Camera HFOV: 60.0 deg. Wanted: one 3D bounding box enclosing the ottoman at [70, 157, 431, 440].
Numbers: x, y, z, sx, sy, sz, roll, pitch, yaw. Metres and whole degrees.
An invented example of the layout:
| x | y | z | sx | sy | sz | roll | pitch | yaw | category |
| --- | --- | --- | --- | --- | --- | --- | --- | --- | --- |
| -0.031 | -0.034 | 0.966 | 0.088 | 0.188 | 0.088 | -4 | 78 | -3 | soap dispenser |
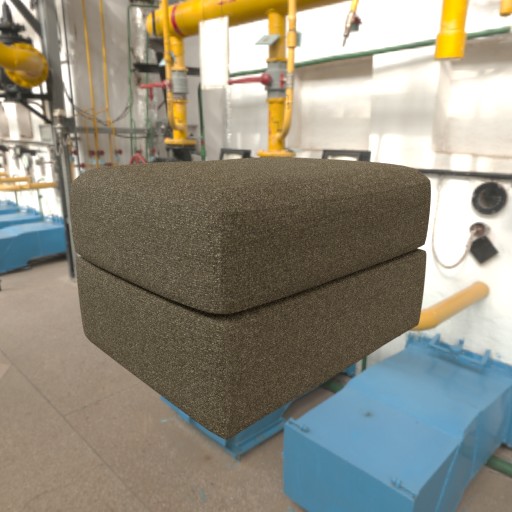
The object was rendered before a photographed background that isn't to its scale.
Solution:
| x | y | z | sx | sy | sz | roll | pitch | yaw | category |
| --- | --- | --- | --- | --- | --- | --- | --- | --- | --- |
| 0.000 | 0.000 | 1.138 | 0.742 | 0.476 | 0.598 | -14 | 21 | -42 | ottoman |
